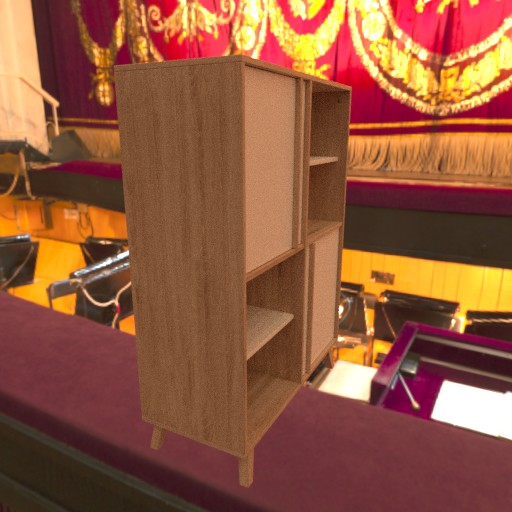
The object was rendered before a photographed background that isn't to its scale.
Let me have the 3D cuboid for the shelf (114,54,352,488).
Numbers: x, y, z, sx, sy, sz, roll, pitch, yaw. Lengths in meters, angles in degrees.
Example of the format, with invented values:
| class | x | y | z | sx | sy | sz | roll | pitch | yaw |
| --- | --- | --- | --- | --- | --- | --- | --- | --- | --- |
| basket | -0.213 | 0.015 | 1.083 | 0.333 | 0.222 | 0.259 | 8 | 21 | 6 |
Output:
| class | x | y | z | sx | sy | sz | roll | pitch | yaw |
| --- | --- | --- | --- | --- | --- | --- | --- | --- | --- |
| shelf | 0.000 | 0.000 | 1.858 | 0.450 | 1.390 | 1.000 | 8 | 18 | 27 |
